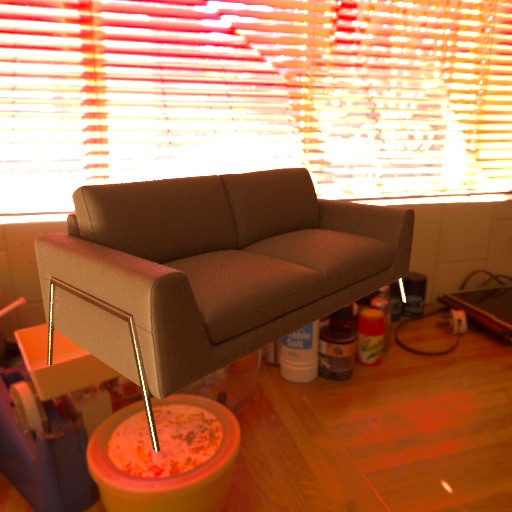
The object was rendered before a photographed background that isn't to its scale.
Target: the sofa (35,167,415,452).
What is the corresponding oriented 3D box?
[{"bbox_3d":[0.000,0.000,2.470,0.953,0.875,2.017,14,20,41],"label":"sofa"}]
